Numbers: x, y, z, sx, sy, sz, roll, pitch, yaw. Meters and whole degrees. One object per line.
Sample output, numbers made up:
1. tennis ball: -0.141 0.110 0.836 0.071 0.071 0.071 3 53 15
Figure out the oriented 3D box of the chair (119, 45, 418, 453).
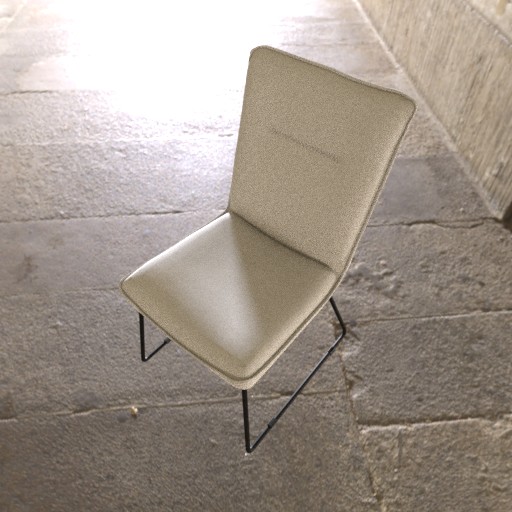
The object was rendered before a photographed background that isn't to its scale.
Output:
1. chair: 0.000 0.000 1.331 0.515 0.930 0.688 31 55 26
